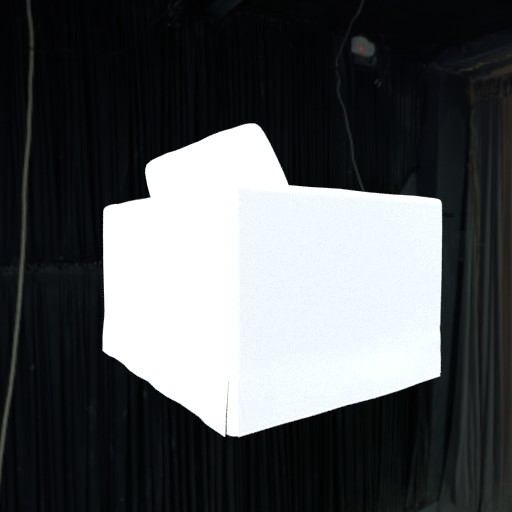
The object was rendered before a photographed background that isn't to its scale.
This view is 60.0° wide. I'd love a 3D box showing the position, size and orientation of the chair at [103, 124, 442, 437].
[{"bbox_3d":[0.000,0.000,1.837,0.957,0.878,1.150,-1,3,-35],"label":"chair"}]
